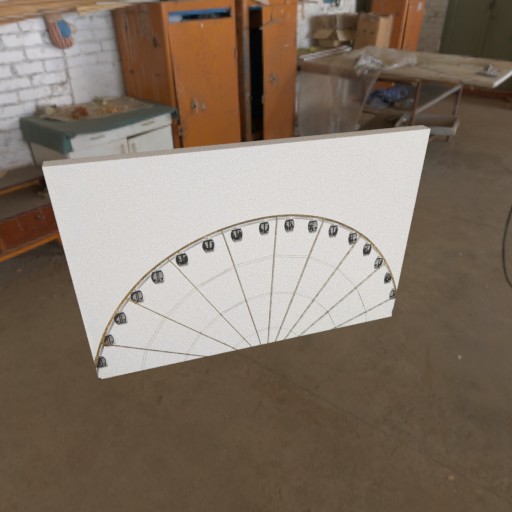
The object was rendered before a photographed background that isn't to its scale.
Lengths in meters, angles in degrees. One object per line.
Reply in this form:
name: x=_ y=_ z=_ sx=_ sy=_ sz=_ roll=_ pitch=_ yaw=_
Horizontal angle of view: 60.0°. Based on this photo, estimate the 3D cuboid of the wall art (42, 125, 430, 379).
wall art: x=0.000 y=0.000 z=1.162 sx=0.898 sy=0.601 sz=0.038 roll=-9 pitch=33 yaw=-14
